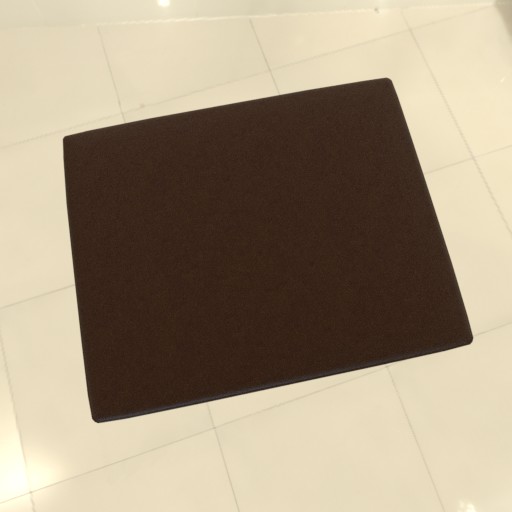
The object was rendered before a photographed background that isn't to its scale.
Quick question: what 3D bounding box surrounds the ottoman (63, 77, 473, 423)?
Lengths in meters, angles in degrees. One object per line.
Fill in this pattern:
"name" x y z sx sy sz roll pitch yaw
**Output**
"ottoman" 0.000 0.000 1.724 1.187 0.730 0.967 -11 76 -3
